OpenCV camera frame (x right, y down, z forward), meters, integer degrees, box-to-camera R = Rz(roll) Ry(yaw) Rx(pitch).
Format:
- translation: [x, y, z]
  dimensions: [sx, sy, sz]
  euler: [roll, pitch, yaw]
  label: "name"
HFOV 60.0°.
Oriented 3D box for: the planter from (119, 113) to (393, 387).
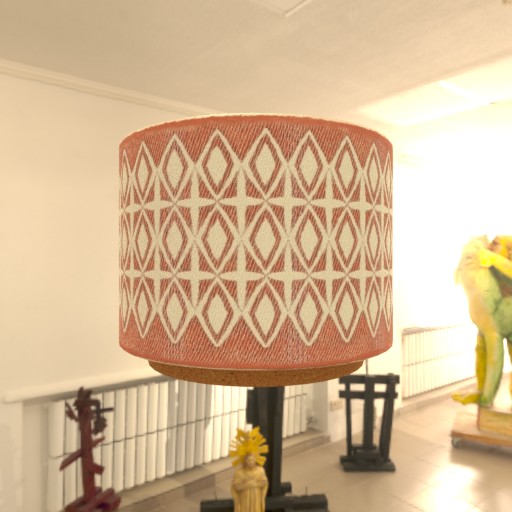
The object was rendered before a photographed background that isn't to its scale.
- translation: [0.000, 0.000, 0.324]
  dimensions: [0.192, 0.148, 0.192]
  euler: [0, 0, 0]
  label: "planter"
